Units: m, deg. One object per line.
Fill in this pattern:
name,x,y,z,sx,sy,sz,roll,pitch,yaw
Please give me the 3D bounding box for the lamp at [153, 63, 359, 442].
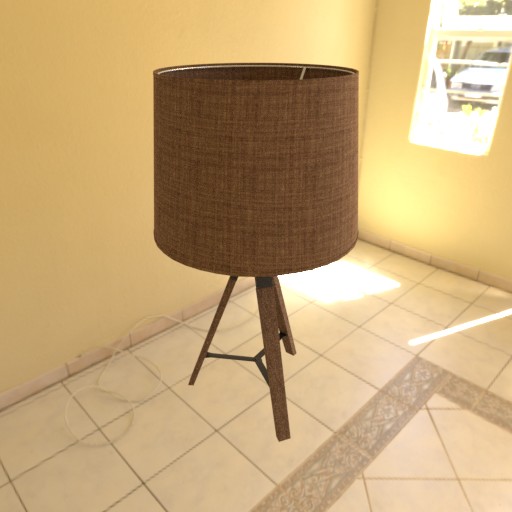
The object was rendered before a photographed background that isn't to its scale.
lamp,0.000,0.000,0.662,0.290,0.514,0.290,0,27,0
